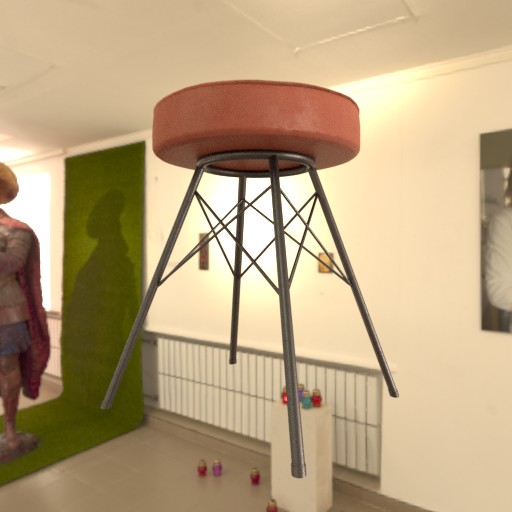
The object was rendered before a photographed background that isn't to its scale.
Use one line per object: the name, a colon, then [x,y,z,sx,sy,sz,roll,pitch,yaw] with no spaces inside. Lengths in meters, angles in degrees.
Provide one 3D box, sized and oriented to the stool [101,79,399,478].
stool: [0.000,0.000,0.897,0.457,0.593,0.421,1,2,36]
